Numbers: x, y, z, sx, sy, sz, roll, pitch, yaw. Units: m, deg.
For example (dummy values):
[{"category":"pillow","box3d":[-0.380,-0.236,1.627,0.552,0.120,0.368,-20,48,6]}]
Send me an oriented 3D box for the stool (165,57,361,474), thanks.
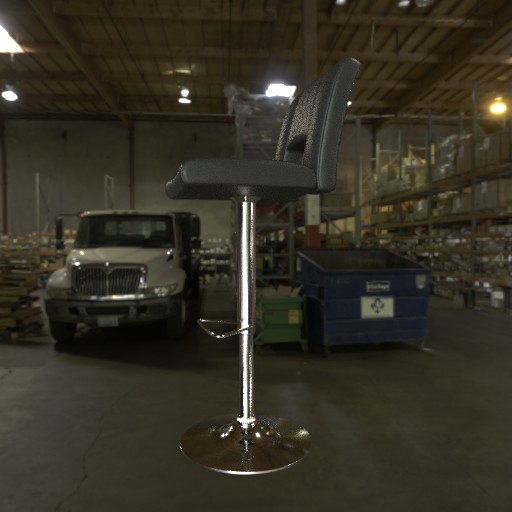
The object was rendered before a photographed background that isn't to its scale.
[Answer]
[{"category":"stool","box3d":[0.000,0.000,1.381,0.520,1.151,0.415,0,1,-17]}]
